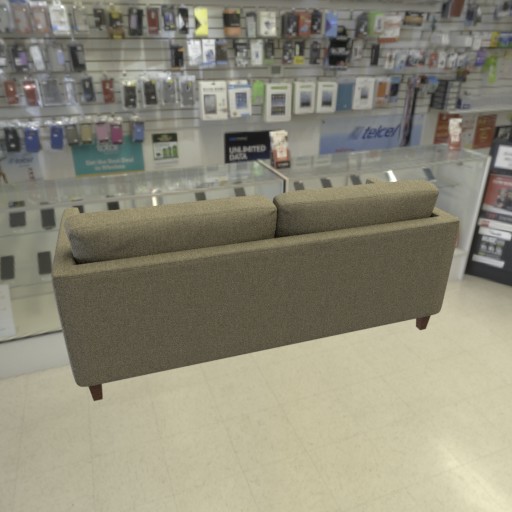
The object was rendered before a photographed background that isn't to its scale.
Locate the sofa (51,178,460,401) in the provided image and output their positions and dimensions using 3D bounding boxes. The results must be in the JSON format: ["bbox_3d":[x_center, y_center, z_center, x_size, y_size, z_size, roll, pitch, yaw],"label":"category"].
[{"bbox_3d":[0.000,0.000,2.749,2.208,0.960,0.956,-8,27,-16],"label":"sofa"}]
